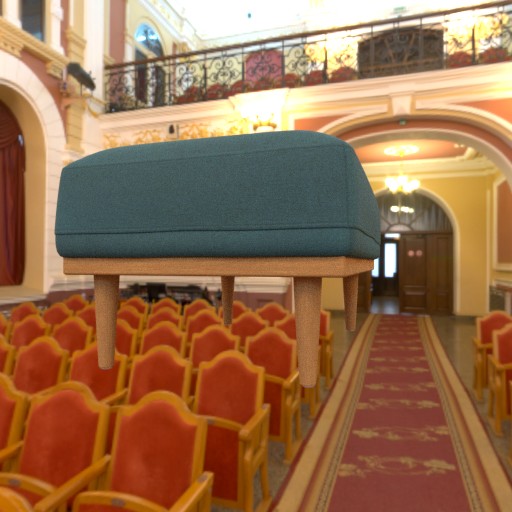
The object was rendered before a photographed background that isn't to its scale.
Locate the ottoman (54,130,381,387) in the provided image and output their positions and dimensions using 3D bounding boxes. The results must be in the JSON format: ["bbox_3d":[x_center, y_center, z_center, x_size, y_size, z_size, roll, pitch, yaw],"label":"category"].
[{"bbox_3d":[0.000,0.000,1.062,0.549,0.428,0.749,0,-1,18],"label":"ottoman"}]
